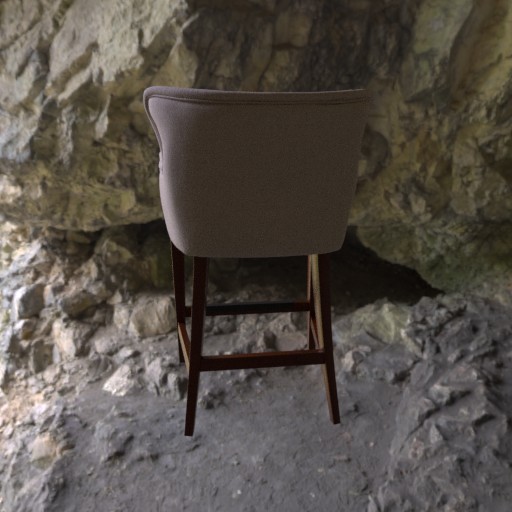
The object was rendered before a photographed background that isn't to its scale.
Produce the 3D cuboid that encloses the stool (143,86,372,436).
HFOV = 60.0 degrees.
[{"bbox_3d":[0.000,0.000,1.372,0.601,0.951,0.570,-2,15,-7],"label":"stool"}]
